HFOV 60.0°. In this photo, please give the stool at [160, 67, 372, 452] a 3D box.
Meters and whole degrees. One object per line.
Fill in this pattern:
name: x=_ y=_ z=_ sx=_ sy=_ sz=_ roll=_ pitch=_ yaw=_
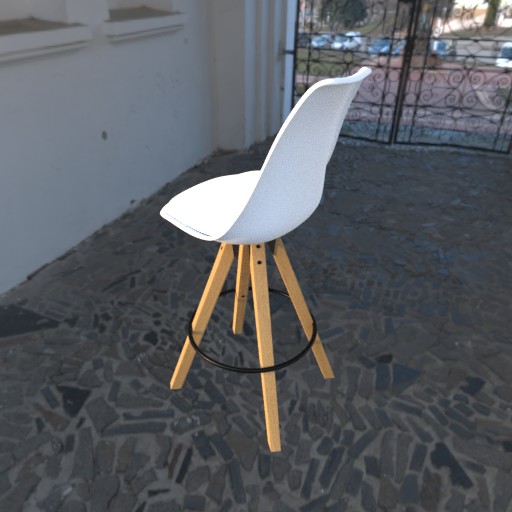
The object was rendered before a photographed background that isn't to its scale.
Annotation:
stool: x=0.000 y=0.000 z=1.381 sx=0.549 sy=1.115 sz=0.482 roll=20 pitch=37 yaw=30
